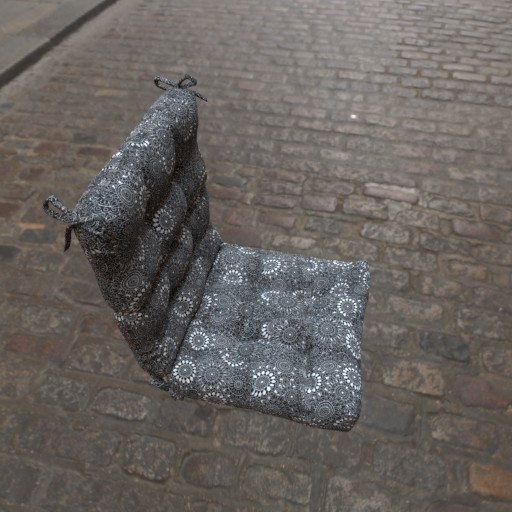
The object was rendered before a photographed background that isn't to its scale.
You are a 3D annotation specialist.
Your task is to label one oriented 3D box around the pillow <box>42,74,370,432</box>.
[{"bbox_3d":[0.000,0.000,0.994,0.571,0.605,0.519,9,47,9],"label":"pillow"}]
